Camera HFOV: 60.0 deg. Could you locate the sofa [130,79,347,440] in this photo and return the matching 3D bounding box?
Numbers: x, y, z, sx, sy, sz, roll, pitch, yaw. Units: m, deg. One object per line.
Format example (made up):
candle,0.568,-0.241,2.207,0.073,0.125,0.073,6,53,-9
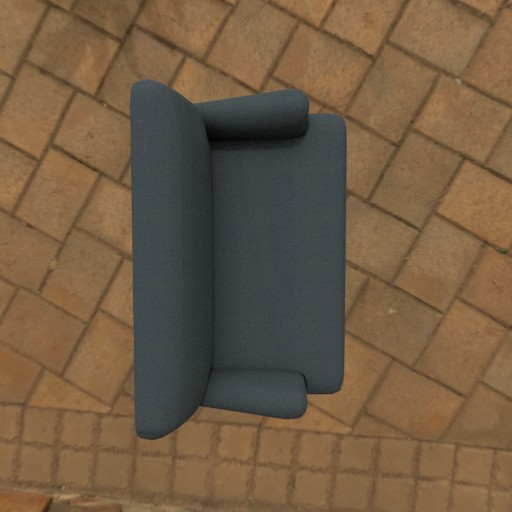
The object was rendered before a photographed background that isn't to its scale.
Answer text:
sofa,0.000,0.000,1.844,0.779,0.889,1.297,0,93,1
